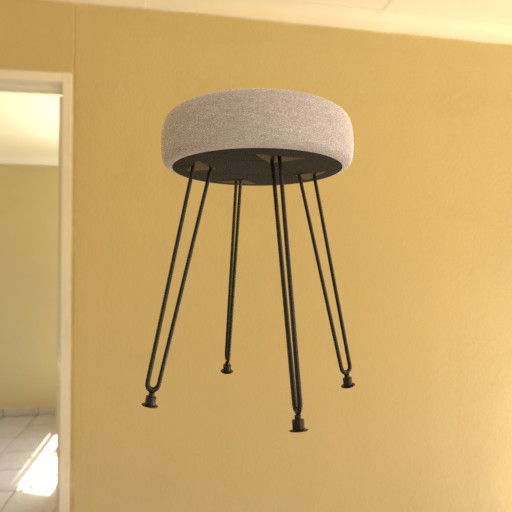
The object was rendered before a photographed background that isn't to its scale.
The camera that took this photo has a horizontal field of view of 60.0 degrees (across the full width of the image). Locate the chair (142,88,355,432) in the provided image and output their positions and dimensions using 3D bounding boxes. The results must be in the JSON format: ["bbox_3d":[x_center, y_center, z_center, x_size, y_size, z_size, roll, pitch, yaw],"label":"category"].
[{"bbox_3d":[0.000,0.000,0.701,0.350,0.440,0.350,0,-1,-19],"label":"chair"}]
